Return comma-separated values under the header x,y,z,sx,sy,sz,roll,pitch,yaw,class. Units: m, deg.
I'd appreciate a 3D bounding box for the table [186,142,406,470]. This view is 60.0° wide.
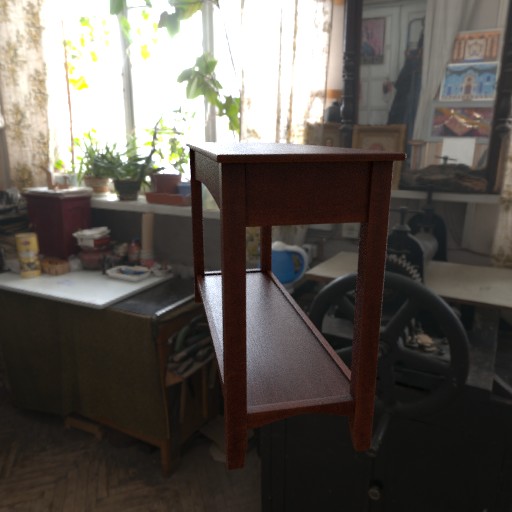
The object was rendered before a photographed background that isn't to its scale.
x,y,z,sx,sy,sz,roll,pitch,yaw,class
0.000,0.000,1.530,0.392,0.739,1.188,-3,16,-11,table
